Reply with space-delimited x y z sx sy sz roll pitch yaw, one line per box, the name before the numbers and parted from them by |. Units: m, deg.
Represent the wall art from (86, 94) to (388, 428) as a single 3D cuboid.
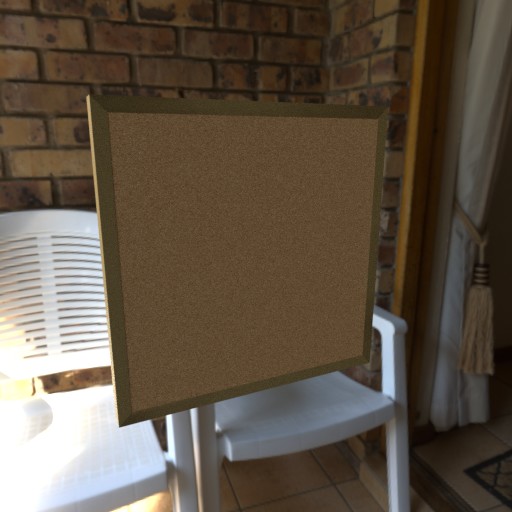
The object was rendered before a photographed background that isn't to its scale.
wall art | 0.000 0.000 0.773 0.507 0.508 0.038 -7 16 -24
